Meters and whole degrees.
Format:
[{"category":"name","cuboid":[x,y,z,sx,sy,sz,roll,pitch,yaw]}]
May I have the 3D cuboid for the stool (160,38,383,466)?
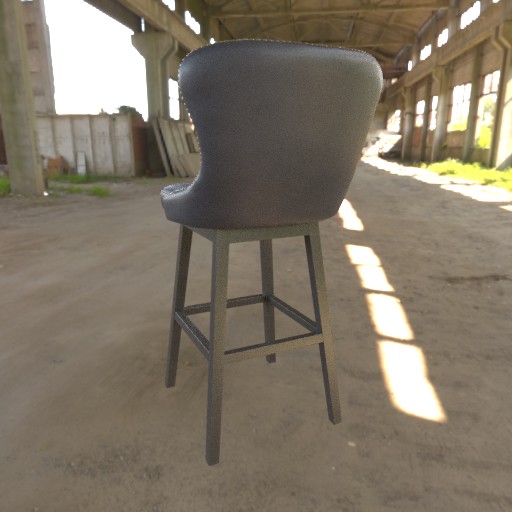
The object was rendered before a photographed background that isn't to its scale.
[{"category":"stool","cuboid":[0.000,0.000,1.300,0.528,1.050,0.601,-7,16,-25]}]
